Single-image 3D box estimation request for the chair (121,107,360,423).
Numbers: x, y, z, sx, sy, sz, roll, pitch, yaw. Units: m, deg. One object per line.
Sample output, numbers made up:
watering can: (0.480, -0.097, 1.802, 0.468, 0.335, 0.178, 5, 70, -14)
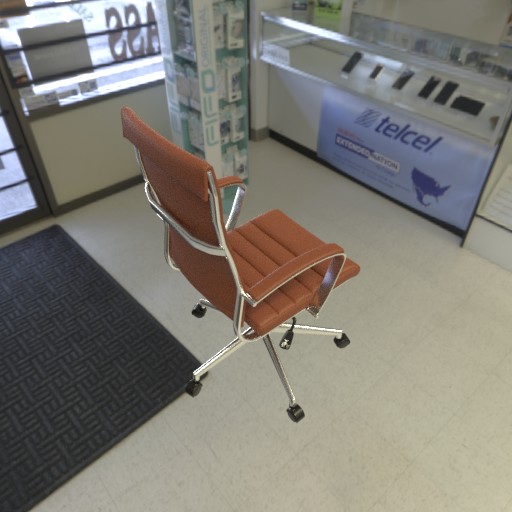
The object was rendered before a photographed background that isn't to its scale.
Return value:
chair: (0.000, 0.000, 1.647, 0.739, 1.149, 0.766, -27, 47, -28)
